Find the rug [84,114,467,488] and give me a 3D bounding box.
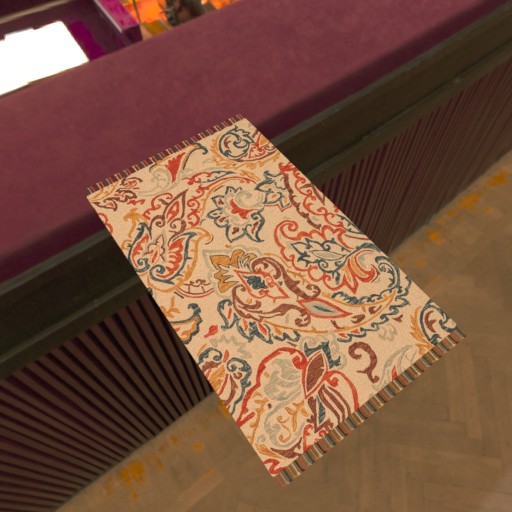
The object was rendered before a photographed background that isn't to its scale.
[{"bbox_3d":[0.000,0.000,3.191,1.523,0.010,2.584,-32,64,-18],"label":"rug"}]
